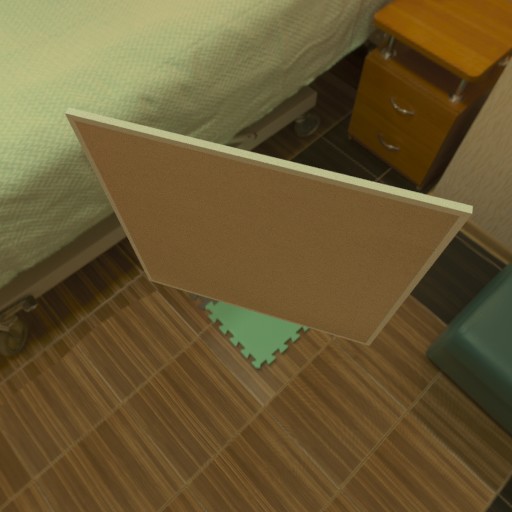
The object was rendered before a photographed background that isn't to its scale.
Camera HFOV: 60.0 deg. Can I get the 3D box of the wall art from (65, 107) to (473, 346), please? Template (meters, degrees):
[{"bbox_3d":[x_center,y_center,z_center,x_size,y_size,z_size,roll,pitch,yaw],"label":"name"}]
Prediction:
[{"bbox_3d":[0.000,0.000,0.829,0.557,0.557,0.012,16,63,8],"label":"wall art"}]
